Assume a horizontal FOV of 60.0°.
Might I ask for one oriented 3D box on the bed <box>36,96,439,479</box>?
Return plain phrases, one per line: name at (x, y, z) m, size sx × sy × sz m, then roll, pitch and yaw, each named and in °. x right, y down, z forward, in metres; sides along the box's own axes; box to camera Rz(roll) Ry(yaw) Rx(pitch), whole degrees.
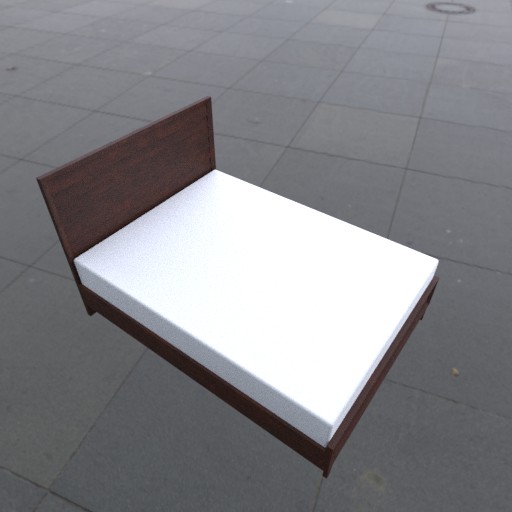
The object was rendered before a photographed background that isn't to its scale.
bed at (0.000, 0.000, 3.140) m, size 2.184 × 1.270 × 1.600 m, roll 26°, pitch 48°, yaw 26°
